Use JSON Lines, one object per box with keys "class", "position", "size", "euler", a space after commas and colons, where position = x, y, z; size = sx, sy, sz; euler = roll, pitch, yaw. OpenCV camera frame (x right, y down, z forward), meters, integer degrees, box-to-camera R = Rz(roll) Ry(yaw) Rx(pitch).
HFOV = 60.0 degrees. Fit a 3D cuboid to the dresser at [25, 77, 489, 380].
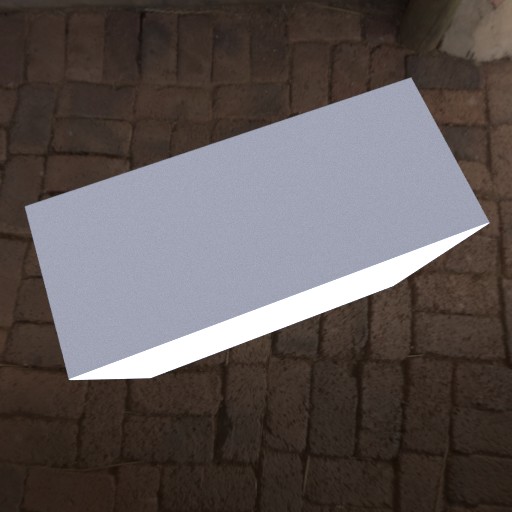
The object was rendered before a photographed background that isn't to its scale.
{"class": "dresser", "position": [0.000, 0.000, 1.532], "size": [1.100, 0.820, 0.460], "euler": [-20, 76, -5]}
